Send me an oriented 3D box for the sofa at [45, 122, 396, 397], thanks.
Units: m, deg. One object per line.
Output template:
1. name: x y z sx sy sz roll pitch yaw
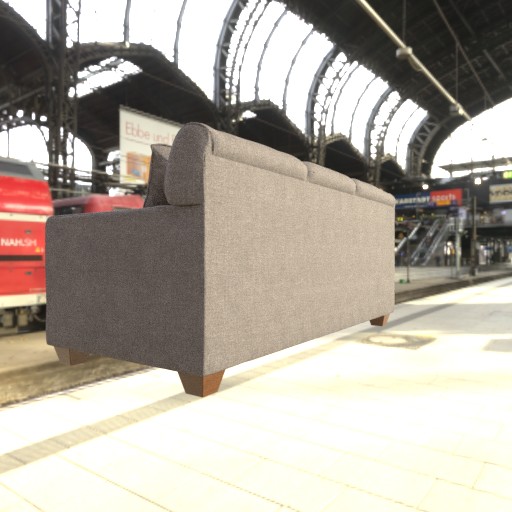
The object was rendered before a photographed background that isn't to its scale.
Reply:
1. sofa: 0.000 0.000 2.533 0.997 0.958 2.024 0 0 35
